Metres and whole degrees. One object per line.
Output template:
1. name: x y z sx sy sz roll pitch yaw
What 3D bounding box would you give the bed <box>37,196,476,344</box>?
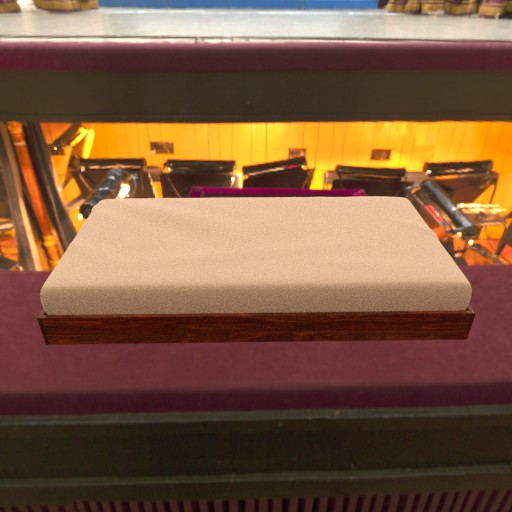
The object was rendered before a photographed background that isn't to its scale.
1. bed: 0.000 0.000 2.273 1.860 0.312 0.940 -1 32 -1
